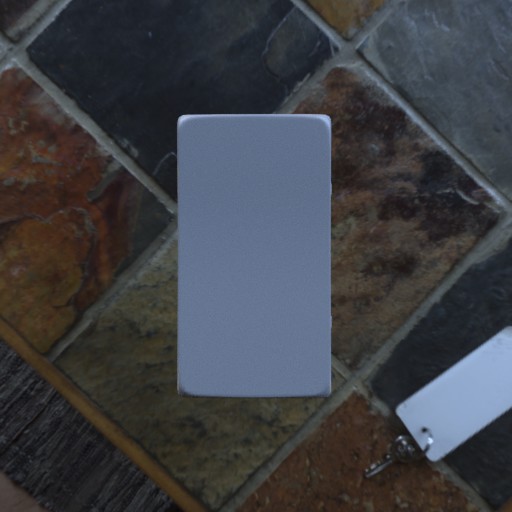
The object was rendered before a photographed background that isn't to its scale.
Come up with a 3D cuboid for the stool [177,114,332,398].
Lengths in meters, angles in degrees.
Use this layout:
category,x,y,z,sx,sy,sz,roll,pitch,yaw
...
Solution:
category,x,y,z,sx,sy,sz,roll,pitch,yaw
stool,0.000,0.000,1.057,0.476,0.737,0.457,0,90,1
